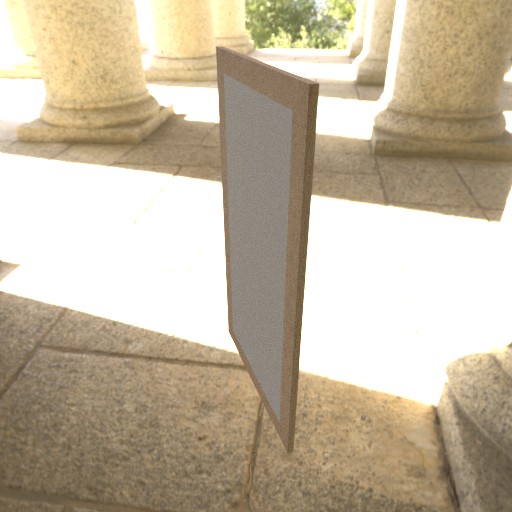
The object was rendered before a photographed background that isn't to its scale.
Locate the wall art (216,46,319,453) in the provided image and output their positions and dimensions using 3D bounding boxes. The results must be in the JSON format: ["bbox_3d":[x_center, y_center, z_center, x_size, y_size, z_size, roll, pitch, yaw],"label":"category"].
[{"bbox_3d":[0.000,0.000,0.840,0.013,0.683,0.381,-11,33,-18],"label":"wall art"}]
